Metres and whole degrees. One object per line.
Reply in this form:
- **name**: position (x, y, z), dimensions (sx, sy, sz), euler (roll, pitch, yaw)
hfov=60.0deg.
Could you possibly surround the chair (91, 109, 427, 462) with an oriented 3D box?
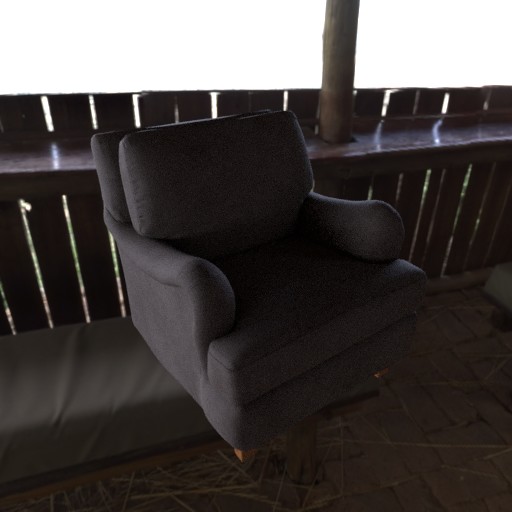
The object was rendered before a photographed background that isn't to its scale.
- **chair**: position (0.000, 0.000, 1.814), dimensions (0.955, 0.997, 1.070), euler (-19, 34, -31)
